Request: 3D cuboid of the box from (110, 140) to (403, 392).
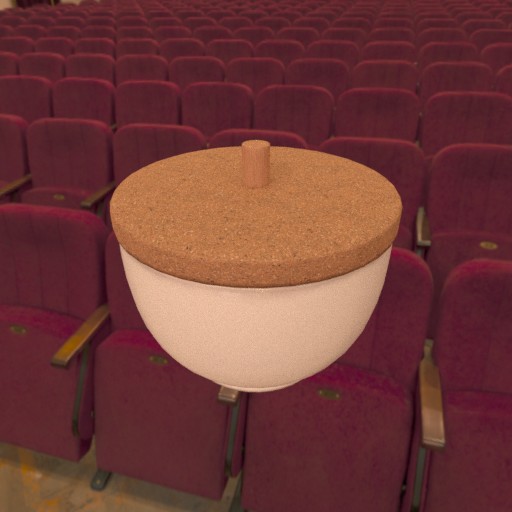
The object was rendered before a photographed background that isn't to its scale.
[{"bbox_3d":[0.000,0.000,0.183,0.107,0.094,0.107,0,31,0],"label":"box"}]
